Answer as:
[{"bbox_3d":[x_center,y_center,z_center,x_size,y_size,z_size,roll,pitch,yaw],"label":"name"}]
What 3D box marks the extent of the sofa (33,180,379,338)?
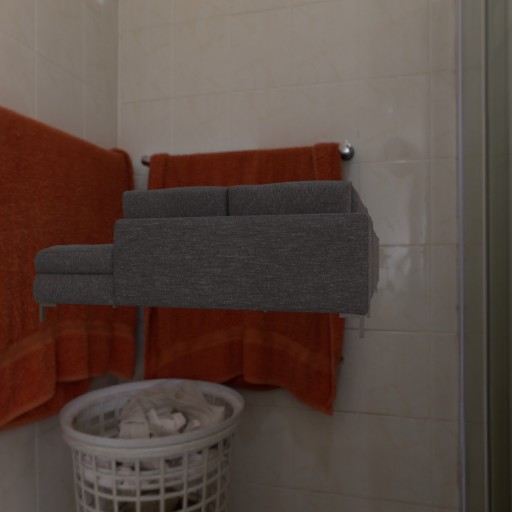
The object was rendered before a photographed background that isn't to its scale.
[{"bbox_3d":[0.000,0.000,3.828,2.007,0.815,2.949,0,0,17],"label":"sofa"}]
